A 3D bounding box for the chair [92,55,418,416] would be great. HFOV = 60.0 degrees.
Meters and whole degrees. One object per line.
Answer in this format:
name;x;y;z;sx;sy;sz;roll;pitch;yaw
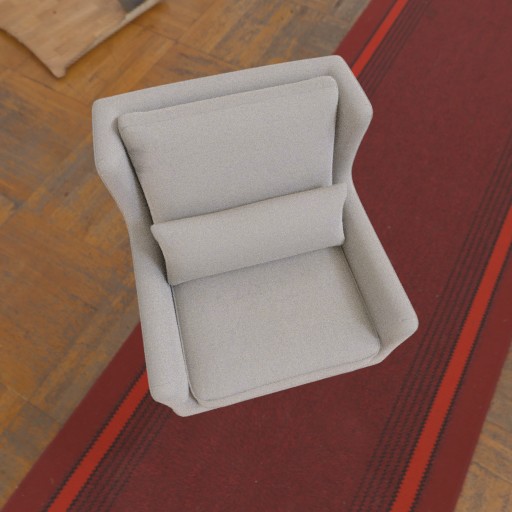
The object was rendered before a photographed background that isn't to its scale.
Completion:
chair;0.000;0.000;1.835;0.982;1.056;1.040;-13;64;-7
